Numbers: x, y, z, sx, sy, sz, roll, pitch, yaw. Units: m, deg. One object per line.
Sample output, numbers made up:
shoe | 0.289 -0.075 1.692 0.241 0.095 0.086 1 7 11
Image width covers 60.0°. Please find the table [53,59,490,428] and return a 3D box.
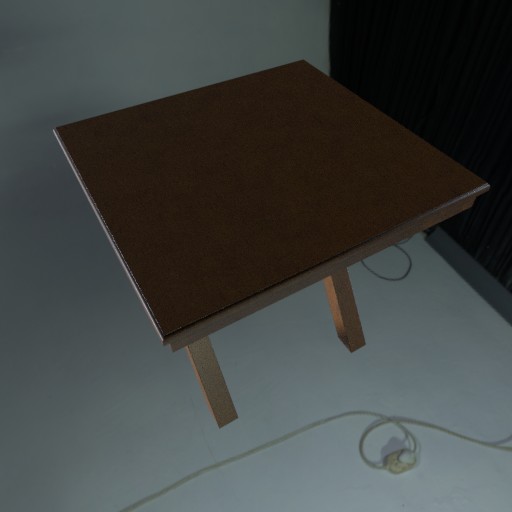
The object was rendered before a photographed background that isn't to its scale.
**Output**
table | 0.000 0.000 1.022 0.602 0.562 0.560 -24 52 -20
